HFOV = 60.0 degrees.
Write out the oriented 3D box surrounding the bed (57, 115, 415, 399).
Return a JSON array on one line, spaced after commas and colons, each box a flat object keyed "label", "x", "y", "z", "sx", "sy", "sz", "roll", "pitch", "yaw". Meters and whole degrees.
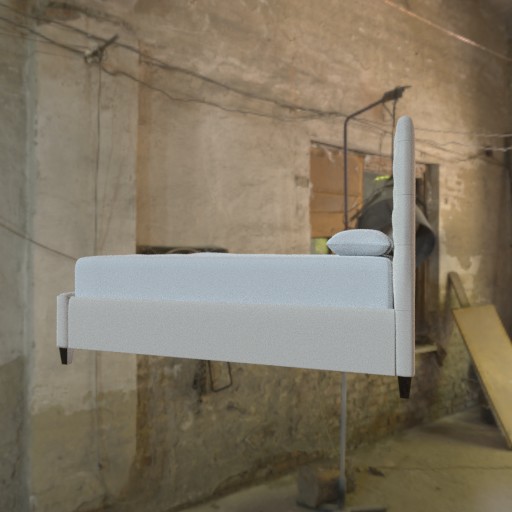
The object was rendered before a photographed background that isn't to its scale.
[{"label": "bed", "x": 0.000, "y": 0.000, "z": 3.351, "sx": 2.233, "sy": 1.426, "sz": 1.696, "roll": 0, "pitch": 0, "yaw": 19}]
